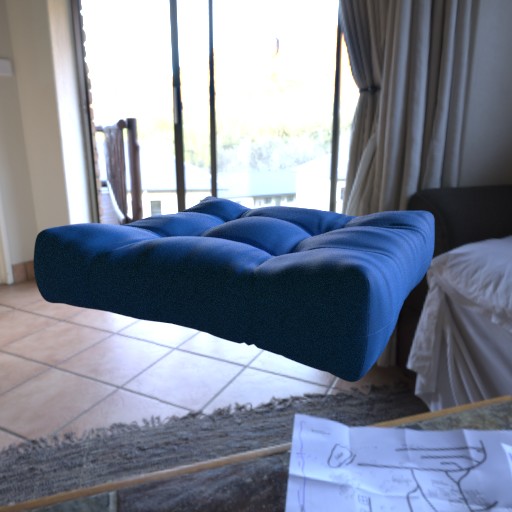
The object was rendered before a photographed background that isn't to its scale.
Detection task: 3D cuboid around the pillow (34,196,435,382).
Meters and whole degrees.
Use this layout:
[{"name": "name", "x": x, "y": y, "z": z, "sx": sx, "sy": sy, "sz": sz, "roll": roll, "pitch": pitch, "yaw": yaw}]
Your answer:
[{"name": "pillow", "x": 0.000, "y": 0.000, "z": 0.706, "sx": 0.490, "sy": 0.128, "sz": 0.468, "roll": 7, "pitch": 16, "yaw": 27}]
